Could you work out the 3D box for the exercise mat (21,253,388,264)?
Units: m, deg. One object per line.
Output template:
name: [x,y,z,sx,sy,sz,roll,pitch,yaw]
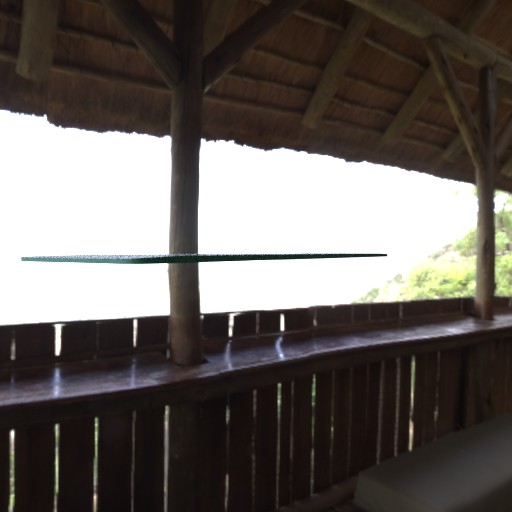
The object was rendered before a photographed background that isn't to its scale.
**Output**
exercise mat: [0.000,0.000,2.021,0.616,0.021,1.869,0,1,35]
